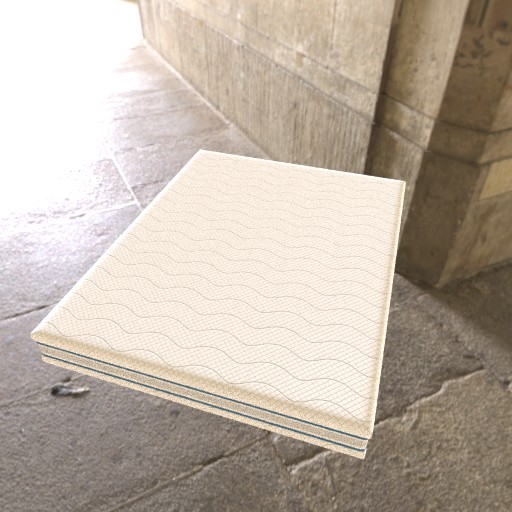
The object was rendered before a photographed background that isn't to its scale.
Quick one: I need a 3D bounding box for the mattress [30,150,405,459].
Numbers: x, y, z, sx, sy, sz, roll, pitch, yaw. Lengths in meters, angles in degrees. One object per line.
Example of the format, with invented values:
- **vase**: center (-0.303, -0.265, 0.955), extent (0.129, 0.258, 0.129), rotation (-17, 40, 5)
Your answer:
- **mattress**: center (0.000, 0.000, 2.694), extent (1.600, 0.230, 2.000), rotation (12, 41, 14)
